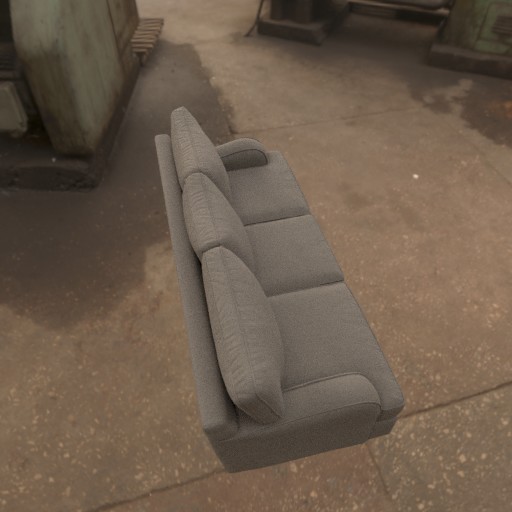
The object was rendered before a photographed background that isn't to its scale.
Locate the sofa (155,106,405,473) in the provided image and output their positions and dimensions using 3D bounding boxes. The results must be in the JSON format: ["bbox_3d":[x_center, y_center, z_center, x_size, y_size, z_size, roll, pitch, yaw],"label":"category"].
[{"bbox_3d":[0.000,0.000,2.851,1.016,0.991,2.323,-10,48,-9],"label":"sofa"}]
